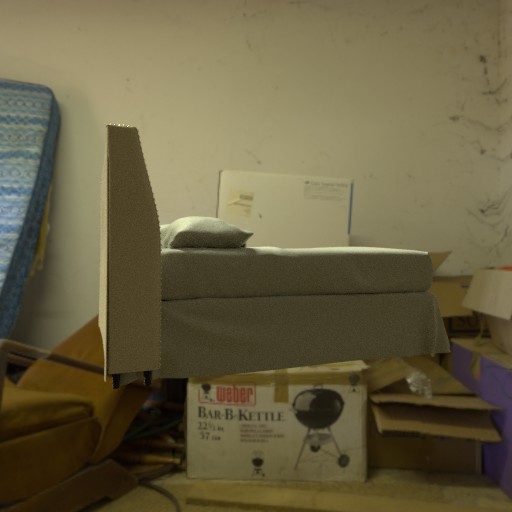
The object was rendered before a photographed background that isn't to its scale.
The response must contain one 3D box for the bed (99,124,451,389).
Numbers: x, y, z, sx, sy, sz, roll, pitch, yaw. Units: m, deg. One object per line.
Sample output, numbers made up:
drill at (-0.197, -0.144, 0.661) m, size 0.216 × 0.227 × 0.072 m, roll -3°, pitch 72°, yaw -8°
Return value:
bed at (0.000, 0.000, 3.434) m, size 2.276 × 1.332 × 1.925 m, roll 0°, pitch 0°, yaw -20°
